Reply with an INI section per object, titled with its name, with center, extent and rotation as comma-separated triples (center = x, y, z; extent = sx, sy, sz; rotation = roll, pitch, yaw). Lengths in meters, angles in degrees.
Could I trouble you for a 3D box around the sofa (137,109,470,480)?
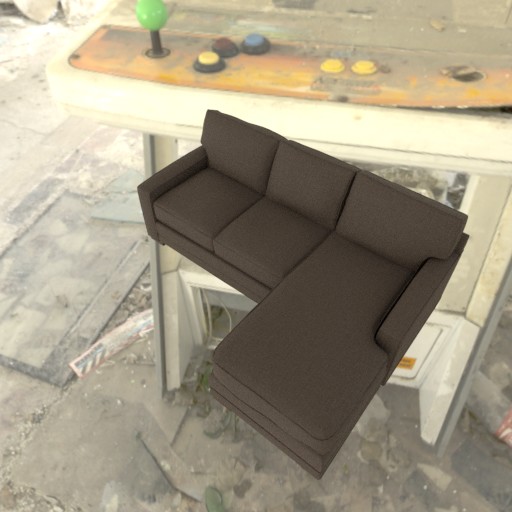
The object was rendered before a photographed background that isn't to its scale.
[sofa]
center = 0.000, 0.000, 3.249
extent = 2.370, 0.973, 1.790
rotation = 30, 53, 26
